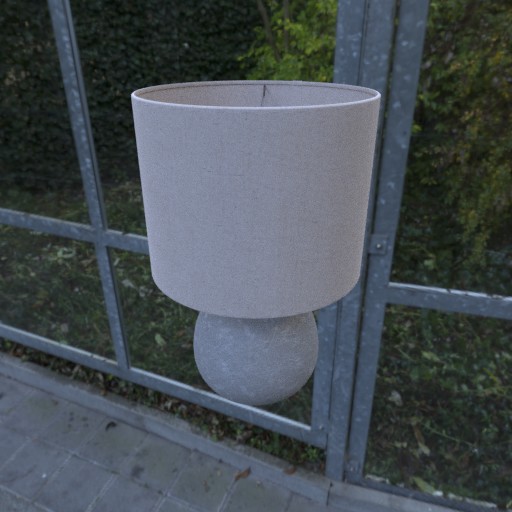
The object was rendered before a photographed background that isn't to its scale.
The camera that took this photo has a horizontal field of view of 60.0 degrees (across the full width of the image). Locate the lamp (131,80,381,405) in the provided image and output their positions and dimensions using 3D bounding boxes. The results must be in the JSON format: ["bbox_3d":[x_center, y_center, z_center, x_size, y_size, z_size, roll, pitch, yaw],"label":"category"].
[{"bbox_3d":[0.000,0.000,0.581,0.269,0.409,0.269,18,31,32],"label":"lamp"}]
